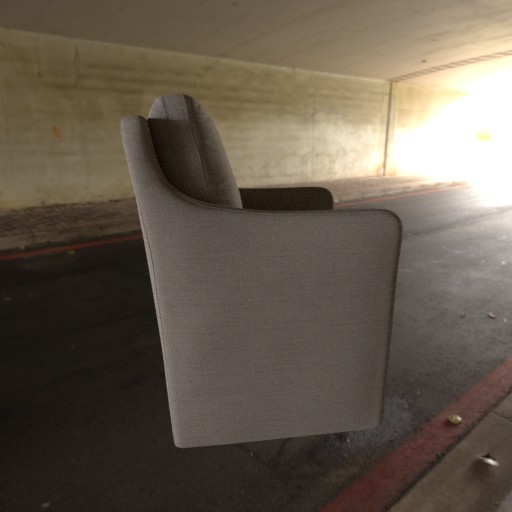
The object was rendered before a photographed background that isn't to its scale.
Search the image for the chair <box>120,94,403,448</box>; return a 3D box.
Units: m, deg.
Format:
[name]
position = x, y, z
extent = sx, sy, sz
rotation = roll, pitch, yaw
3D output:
[chair]
position = 0.000, 0.000, 1.387
extent = 0.694, 0.914, 0.626
rotation = -2, 15, -9
